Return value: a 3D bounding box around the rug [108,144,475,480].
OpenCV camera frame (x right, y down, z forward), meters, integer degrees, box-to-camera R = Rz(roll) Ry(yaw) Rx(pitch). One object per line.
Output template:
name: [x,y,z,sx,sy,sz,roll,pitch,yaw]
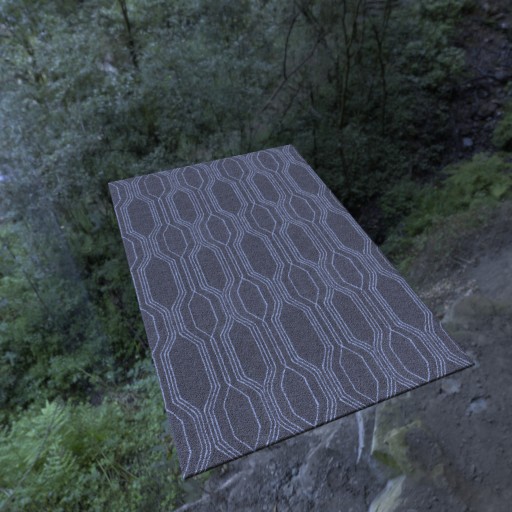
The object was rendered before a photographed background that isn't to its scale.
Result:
rug: [0.000,0.000,2.275,1.239,0.012,1.836,-15,47,-15]
